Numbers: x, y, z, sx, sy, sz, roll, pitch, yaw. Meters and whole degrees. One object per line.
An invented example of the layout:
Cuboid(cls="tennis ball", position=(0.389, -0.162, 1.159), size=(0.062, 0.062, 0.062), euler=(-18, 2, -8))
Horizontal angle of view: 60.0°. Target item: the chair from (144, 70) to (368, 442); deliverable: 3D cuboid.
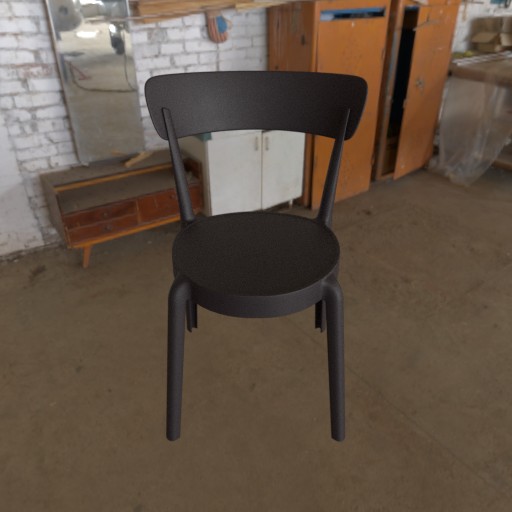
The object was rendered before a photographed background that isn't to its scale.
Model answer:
Cuboid(cls="chair", position=(0.000, 0.000, 1.103), size=(0.506, 0.790, 0.491), euler=(0, 32, 0))
